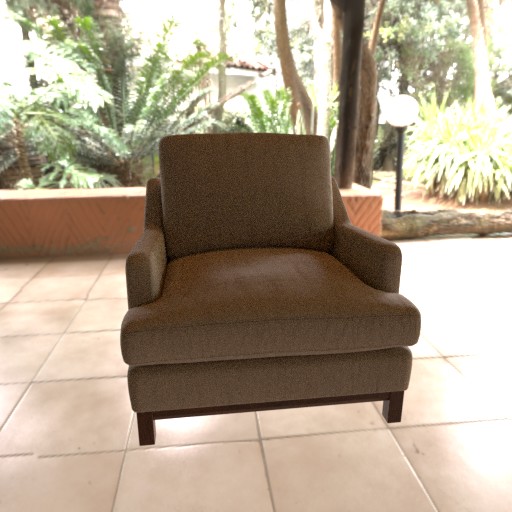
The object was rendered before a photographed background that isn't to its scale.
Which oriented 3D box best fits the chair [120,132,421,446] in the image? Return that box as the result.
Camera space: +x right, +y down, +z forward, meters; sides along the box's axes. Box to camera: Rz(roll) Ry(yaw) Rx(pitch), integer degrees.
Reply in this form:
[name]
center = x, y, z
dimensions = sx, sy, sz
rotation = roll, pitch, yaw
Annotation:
[chair]
center = 0.000, 0.000, 1.729
dimensions = 0.912, 0.916, 1.001
rotation = -2, 17, -7
